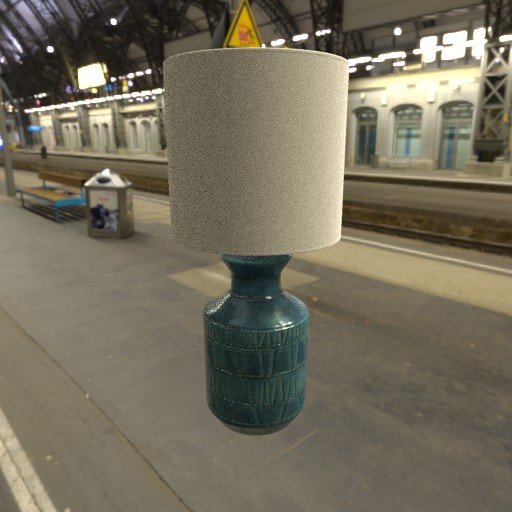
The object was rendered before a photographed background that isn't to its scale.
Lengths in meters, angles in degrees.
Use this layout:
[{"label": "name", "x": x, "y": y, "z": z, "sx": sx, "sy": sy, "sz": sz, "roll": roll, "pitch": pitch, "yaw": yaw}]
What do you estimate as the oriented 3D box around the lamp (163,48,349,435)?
[{"label": "lamp", "x": 0.000, "y": 0.000, "z": 0.570, "sx": 0.211, "sy": 0.455, "sz": 0.211, "roll": 7, "pitch": 16, "yaw": 26}]
